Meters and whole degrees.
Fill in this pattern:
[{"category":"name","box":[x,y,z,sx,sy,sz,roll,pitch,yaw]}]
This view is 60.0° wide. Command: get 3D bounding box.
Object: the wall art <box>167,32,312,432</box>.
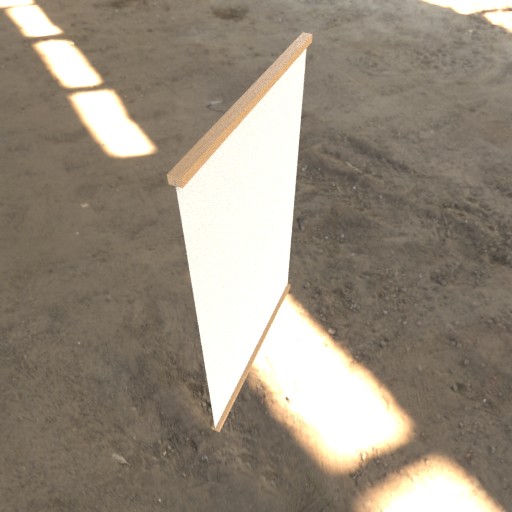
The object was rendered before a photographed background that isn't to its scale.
[{"category":"wall art","box":[0.000,0.000,1.300,0.027,1.020,0.669,17,49,16]}]
